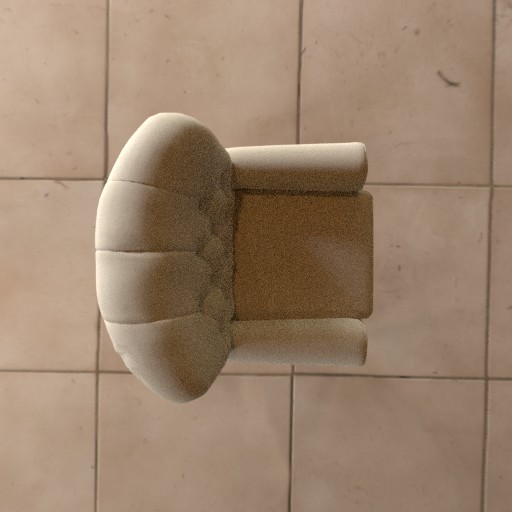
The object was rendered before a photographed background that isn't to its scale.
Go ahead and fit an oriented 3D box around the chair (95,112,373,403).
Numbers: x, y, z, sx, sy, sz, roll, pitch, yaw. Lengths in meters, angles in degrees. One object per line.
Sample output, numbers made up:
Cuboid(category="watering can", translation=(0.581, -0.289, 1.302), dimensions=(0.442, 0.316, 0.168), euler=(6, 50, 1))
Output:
Cuboid(category="chair", translation=(0.000, 0.000, 2.037), dimensions=(1.132, 1.169, 1.035), euler=(0, 90, 0))
